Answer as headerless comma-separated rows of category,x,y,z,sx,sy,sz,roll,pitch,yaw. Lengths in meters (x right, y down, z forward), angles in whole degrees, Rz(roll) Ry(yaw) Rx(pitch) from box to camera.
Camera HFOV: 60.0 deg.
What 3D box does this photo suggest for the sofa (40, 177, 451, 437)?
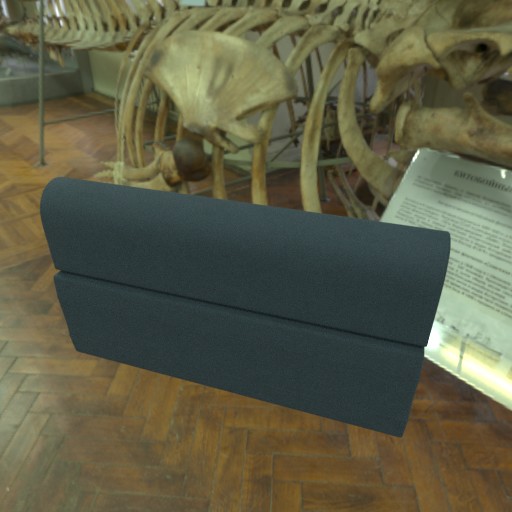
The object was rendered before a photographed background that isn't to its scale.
sofa,0.000,0.000,1.651,1.219,0.660,0.762,10,33,16
